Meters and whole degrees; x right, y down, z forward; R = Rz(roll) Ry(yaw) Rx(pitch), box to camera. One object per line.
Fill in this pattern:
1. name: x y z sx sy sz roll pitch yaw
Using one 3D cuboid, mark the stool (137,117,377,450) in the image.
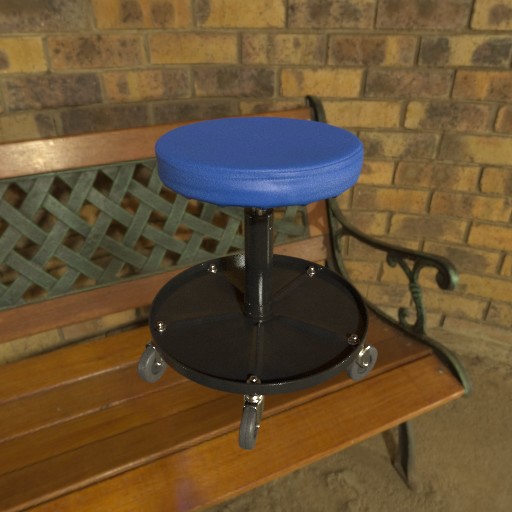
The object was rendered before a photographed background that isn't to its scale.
1. stool: 0.000 0.000 0.679 0.382 0.365 0.381 18 34 29
